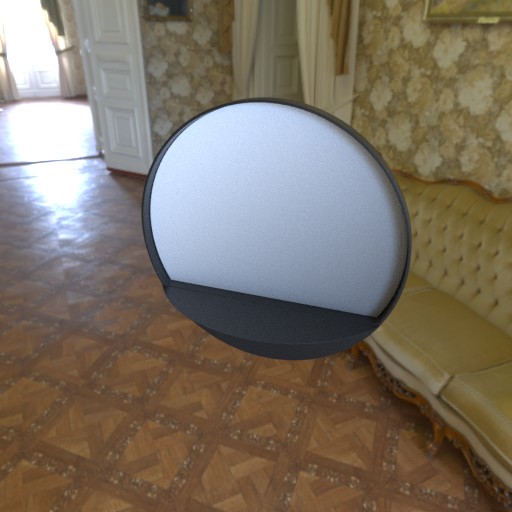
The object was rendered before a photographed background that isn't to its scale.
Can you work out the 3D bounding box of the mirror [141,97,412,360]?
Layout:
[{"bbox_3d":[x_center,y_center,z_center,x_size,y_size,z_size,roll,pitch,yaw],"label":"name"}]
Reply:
[{"bbox_3d":[0.000,0.000,0.694,0.457,0.457,0.133,9,28,17],"label":"mirror"}]
